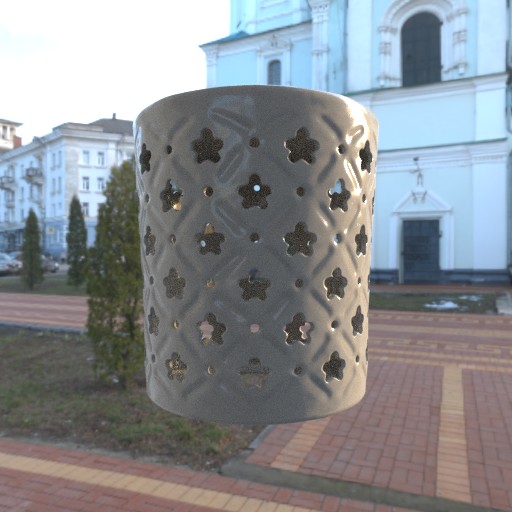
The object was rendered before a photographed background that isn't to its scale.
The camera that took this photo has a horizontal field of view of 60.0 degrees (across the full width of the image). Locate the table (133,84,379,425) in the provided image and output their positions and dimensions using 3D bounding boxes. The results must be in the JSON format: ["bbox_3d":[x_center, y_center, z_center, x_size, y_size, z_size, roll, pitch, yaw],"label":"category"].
[{"bbox_3d":[0.000,0.000,0.658,0.352,0.387,0.352,0,0,0],"label":"table"}]
